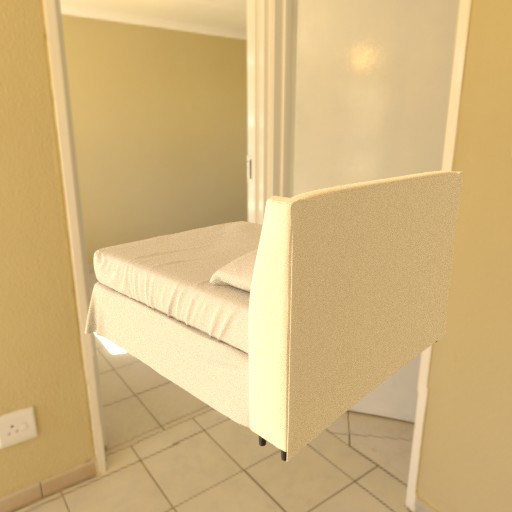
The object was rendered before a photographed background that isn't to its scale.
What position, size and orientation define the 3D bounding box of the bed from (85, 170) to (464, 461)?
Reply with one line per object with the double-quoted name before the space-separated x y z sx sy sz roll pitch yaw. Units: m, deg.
"bed" 0.000 0.000 3.390 2.276 1.332 1.925 15 22 42
